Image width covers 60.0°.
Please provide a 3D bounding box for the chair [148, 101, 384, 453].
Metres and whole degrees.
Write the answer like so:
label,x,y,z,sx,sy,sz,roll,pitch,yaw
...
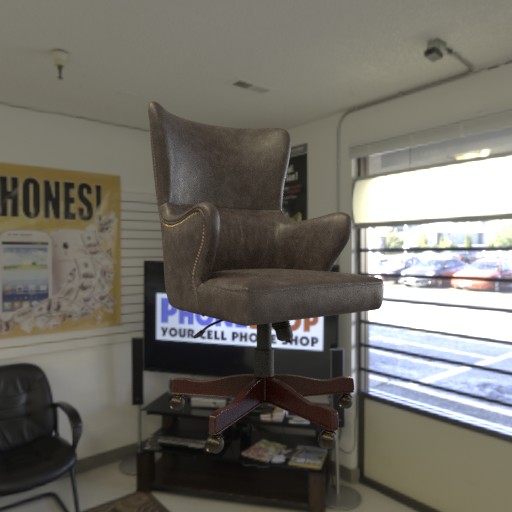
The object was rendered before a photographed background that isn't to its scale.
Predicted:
label,x,y,z,sx,sy,sz,roll,pitch,yaw
chair,0.000,0.000,1.464,0.594,1.037,0.717,-1,1,-37
